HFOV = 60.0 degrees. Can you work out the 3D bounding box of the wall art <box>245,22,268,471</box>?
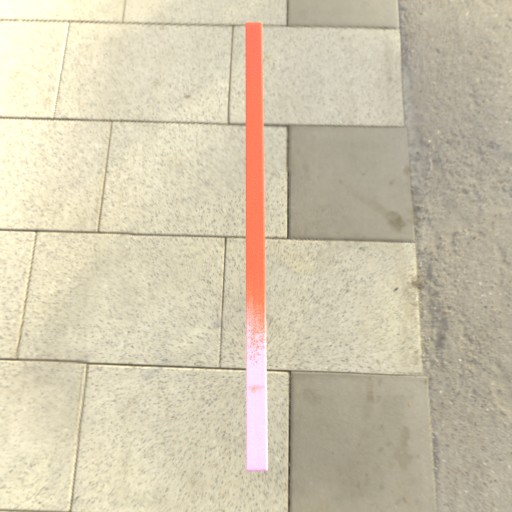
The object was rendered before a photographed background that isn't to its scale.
[{"bbox_3d":[0.000,0.000,1.159,0.040,0.609,0.913,0,76,0],"label":"wall art"}]
